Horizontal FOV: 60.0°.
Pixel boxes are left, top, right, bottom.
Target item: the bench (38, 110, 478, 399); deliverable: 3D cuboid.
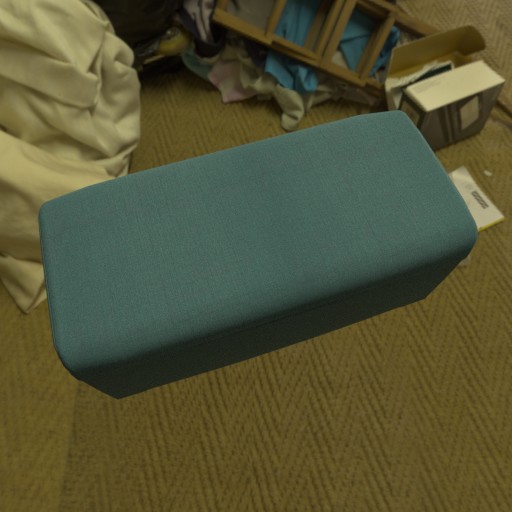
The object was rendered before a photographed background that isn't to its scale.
[{"bbox_3d":[0.000,0.000,1.238,0.995,0.474,0.476,-16,65,-8],"label":"bench"}]
